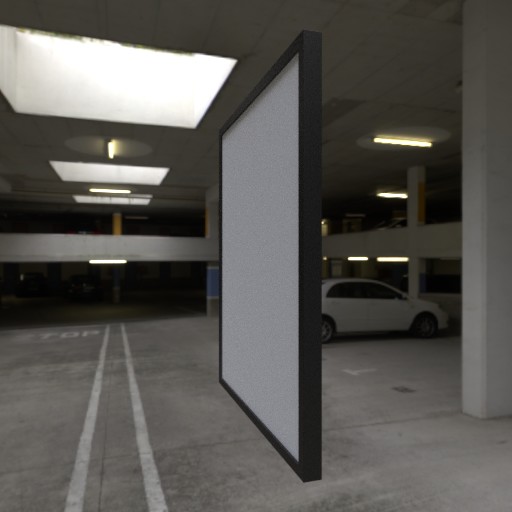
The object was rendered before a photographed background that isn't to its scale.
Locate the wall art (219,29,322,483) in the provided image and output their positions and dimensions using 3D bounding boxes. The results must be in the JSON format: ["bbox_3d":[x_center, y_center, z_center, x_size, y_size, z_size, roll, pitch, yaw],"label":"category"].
[{"bbox_3d":[0.000,0.000,0.545,0.018,0.397,0.325,0,0,-18],"label":"wall art"}]
